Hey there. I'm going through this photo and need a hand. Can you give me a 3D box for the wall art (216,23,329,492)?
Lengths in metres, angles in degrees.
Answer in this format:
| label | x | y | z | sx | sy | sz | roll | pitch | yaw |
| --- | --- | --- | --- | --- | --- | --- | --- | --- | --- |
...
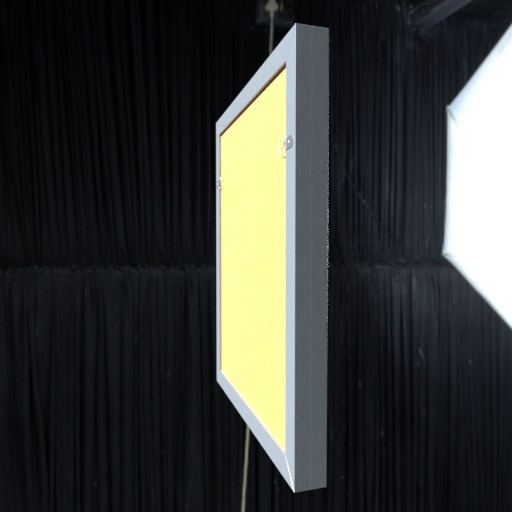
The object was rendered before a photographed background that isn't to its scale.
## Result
| label | x | y | z | sx | sy | sz | roll | pitch | yaw |
| --- | --- | --- | --- | --- | --- | --- | --- | --- | --- |
| wall art | 0.000 | 0.000 | 0.509 | 0.030 | 0.379 | 0.308 | -1 | 2 | -17 |
